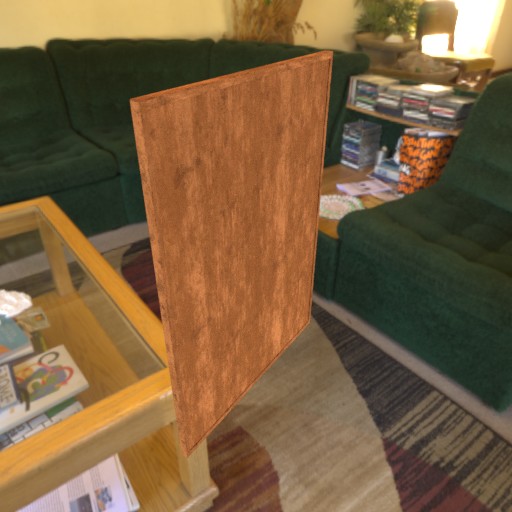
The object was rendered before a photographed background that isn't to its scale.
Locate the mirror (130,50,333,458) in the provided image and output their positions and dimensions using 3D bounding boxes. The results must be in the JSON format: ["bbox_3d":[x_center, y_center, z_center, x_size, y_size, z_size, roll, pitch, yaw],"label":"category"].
[{"bbox_3d":[0.000,0.000,1.394,0.028,1.099,0.796,20,38,29],"label":"mirror"}]
